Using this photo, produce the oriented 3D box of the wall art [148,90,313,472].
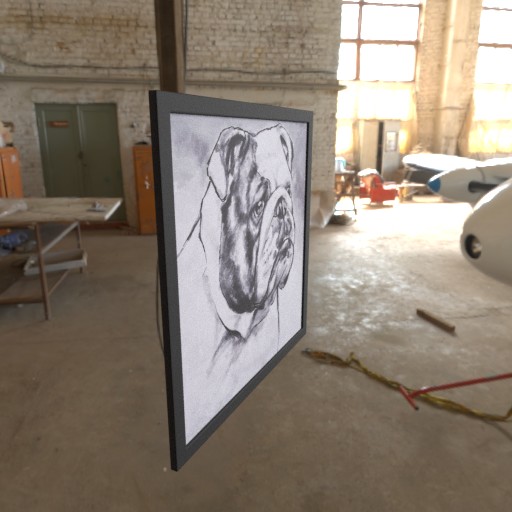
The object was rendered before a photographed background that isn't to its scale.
[{"bbox_3d":[0.000,0.000,0.858,0.012,0.558,0.562,8,17,26],"label":"wall art"}]
